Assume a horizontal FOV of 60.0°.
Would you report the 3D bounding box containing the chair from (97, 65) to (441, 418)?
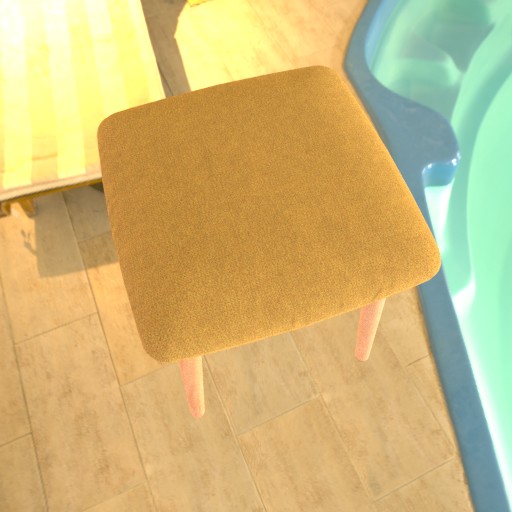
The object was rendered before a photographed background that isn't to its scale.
[{"bbox_3d":[0.000,0.000,0.690,0.350,0.440,0.350,-16,65,-8],"label":"chair"}]
